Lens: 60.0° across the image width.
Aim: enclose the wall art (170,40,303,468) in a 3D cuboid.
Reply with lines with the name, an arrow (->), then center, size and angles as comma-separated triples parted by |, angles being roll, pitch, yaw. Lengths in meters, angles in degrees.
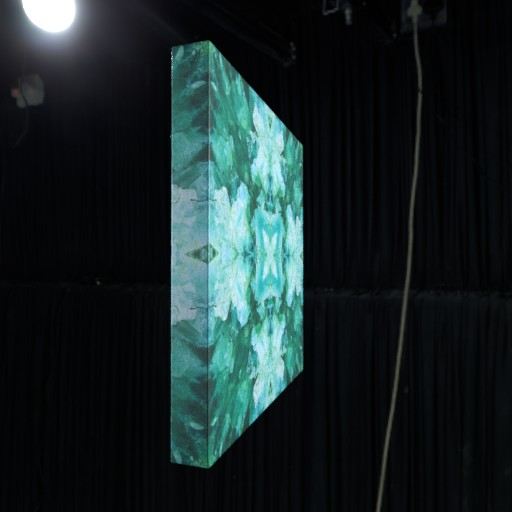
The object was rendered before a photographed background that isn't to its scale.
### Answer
wall art -> 0.000, 0.000, 0.475 | 0.033, 0.313, 0.313 | 0, -1, 19
